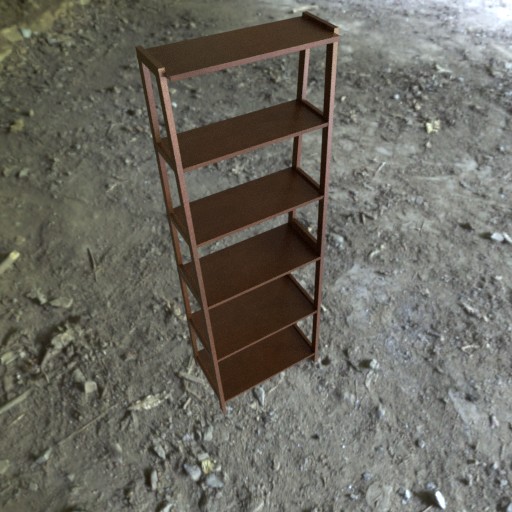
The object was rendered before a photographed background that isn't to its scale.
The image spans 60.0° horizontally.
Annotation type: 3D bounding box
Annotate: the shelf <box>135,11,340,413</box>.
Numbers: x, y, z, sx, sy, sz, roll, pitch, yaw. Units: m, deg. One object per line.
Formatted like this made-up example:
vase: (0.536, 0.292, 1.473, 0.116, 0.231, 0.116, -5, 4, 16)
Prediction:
shelf: (0.000, 0.000, 2.070, 0.660, 1.892, 0.382, -23, 50, -21)
